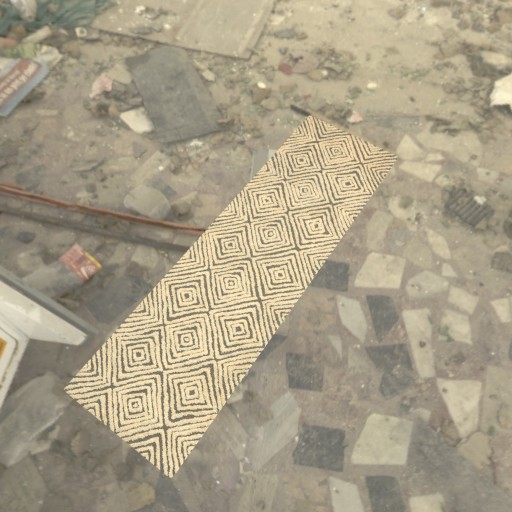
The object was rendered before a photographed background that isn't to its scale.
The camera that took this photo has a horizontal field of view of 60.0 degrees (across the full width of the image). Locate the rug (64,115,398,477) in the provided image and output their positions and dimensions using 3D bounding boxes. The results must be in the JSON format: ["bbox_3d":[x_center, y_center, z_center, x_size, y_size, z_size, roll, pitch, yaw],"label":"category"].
[{"bbox_3d":[0.000,0.000,2.503,0.676,0.008,2.277,31,64,17],"label":"rug"}]
